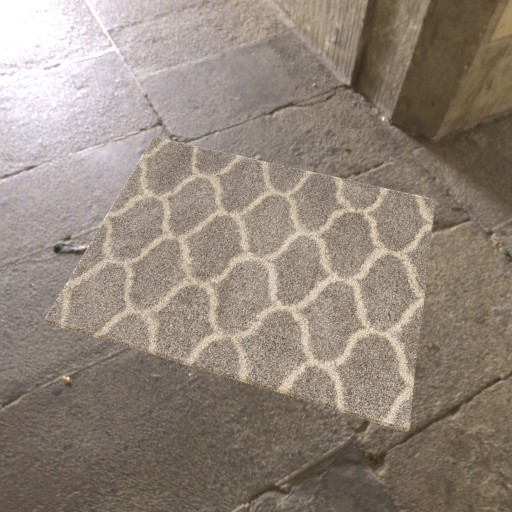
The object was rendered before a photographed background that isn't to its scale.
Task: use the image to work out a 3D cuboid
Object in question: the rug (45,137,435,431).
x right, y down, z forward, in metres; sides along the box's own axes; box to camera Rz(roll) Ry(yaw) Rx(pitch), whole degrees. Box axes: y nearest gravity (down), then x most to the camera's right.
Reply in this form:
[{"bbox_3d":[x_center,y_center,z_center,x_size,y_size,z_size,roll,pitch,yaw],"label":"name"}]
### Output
[{"bbox_3d":[0.000,0.000,2.141,1.600,0.025,1.200,14,59,9],"label":"rug"}]
